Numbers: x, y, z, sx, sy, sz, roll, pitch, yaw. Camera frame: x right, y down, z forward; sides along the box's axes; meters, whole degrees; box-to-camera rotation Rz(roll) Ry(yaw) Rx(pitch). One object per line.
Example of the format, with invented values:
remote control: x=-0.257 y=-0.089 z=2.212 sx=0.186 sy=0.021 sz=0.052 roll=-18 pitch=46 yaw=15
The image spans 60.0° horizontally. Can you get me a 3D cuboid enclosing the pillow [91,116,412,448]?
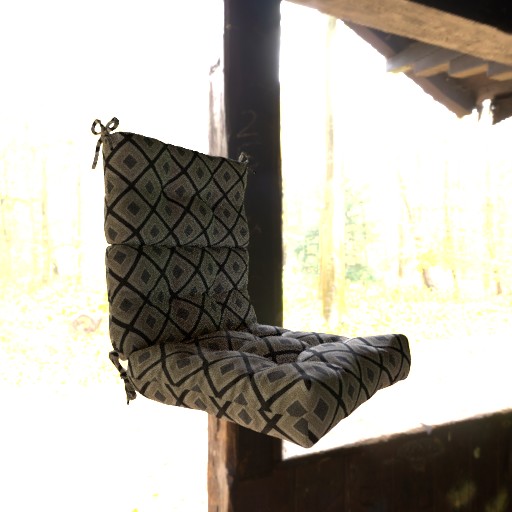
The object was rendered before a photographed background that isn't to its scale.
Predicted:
pillow: x=0.000 y=0.000 z=0.999 sx=0.571 sy=0.605 sz=0.519 roll=0 pitch=0 yaw=36
